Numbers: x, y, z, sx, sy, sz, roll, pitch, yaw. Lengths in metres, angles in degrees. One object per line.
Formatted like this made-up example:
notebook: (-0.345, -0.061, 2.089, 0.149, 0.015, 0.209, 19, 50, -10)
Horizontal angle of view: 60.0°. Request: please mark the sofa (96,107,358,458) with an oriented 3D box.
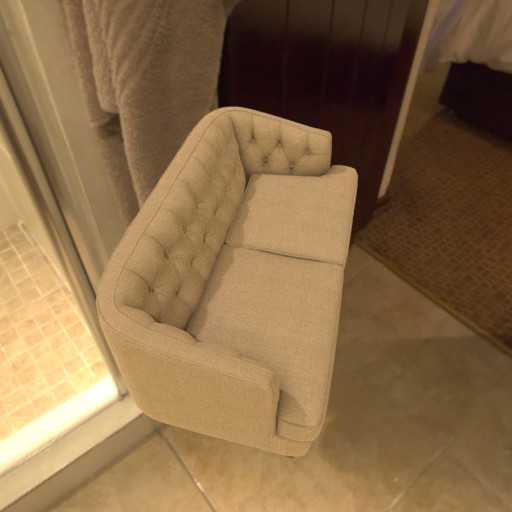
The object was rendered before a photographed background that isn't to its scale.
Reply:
sofa: (0.000, 0.000, 2.318, 0.941, 0.855, 1.733, 10, 47, 9)
